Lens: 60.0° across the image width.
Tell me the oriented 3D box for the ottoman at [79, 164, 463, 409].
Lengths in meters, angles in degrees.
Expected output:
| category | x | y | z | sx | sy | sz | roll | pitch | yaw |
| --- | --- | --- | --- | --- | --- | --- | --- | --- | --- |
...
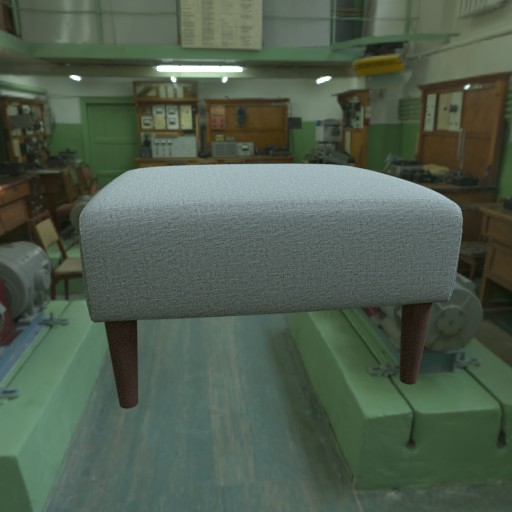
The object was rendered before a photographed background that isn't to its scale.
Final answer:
| category | x | y | z | sx | sy | sz | roll | pitch | yaw |
| --- | --- | --- | --- | --- | --- | --- | --- | --- | --- |
| ottoman | 0.000 | 0.000 | 1.050 | 0.650 | 0.398 | 0.649 | -2 | 17 | -8 |
